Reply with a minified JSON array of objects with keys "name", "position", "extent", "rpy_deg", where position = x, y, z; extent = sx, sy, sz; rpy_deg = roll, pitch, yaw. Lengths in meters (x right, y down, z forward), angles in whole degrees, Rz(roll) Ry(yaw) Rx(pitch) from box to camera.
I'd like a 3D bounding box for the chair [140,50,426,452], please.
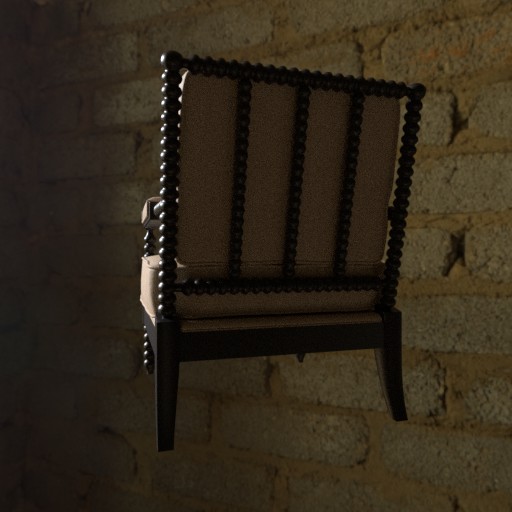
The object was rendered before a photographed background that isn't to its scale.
[{"name":"chair","position":[0.000,0.000,1.117],"extent":[0.555,0.703,0.657],"rpy_deg":[0,0,-17]}]
